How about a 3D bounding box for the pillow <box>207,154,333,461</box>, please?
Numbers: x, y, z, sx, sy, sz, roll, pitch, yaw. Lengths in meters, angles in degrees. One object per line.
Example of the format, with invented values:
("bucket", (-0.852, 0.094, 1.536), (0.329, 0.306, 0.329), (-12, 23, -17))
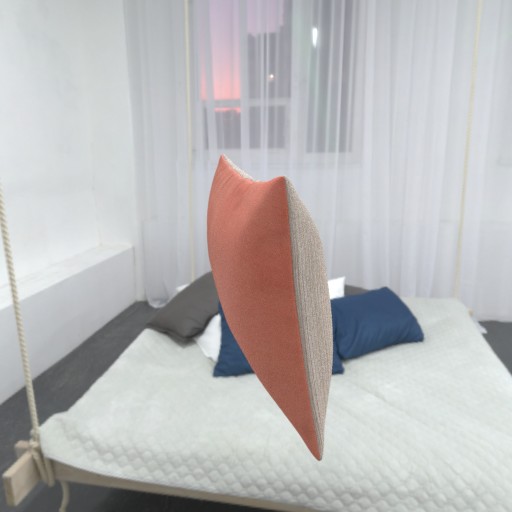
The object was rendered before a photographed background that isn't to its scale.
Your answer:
("pillow", (0.000, 0.000, 0.726), (0.155, 0.307, 0.608), (-2, 15, -9))
